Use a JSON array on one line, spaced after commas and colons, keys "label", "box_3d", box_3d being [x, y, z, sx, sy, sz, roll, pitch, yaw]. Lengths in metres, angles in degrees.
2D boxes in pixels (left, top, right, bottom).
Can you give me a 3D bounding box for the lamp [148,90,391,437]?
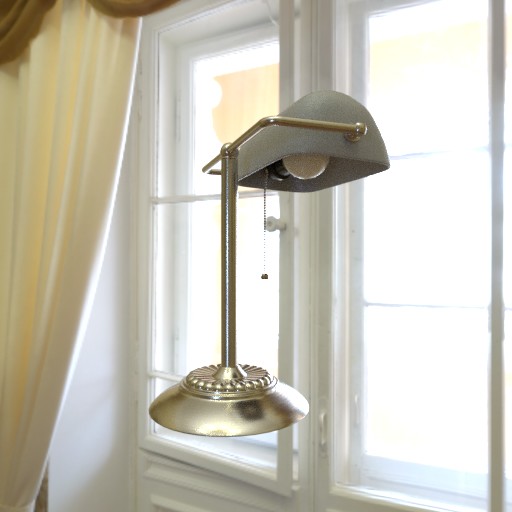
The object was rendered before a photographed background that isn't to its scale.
[{"label": "lamp", "box_3d": [0.000, 0.000, 0.514, 0.243, 0.339, 0.264, 0, 0, -20]}]
